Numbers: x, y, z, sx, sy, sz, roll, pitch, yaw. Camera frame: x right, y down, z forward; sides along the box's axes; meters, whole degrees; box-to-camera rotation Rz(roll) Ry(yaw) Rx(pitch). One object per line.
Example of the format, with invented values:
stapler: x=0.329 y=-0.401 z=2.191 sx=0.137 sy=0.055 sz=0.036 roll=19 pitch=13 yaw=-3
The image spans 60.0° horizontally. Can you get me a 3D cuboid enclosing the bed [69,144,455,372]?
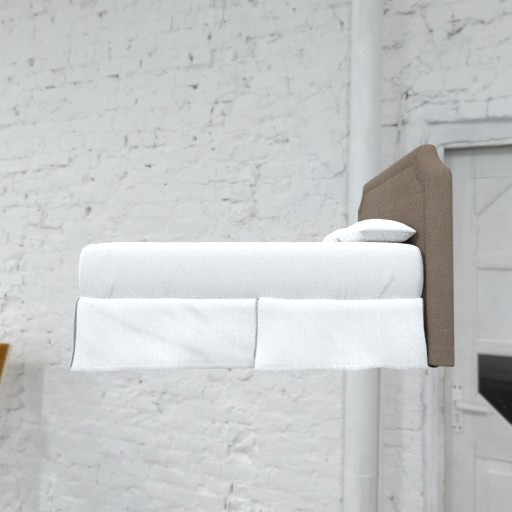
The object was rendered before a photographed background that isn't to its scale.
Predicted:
bed: x=0.000 y=0.000 z=3.197 sx=2.116 sy=1.290 sz=1.693 roll=0 pitch=-1 yaw=-1
